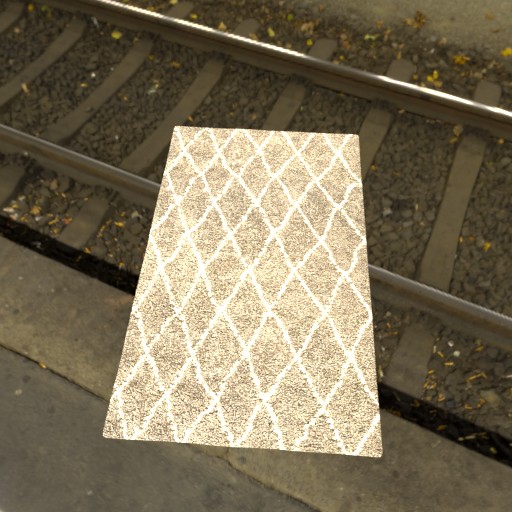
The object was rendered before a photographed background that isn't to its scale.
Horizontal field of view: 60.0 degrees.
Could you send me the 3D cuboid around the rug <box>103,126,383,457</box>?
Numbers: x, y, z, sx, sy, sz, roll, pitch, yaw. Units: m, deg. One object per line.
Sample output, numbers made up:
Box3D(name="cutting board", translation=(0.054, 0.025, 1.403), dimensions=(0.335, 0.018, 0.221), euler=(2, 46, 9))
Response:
Box3D(name="rug", translation=(0.000, 0.000, 3.036), dimensions=(1.524, 0.030, 2.438), euler=(3, 58, 2))
